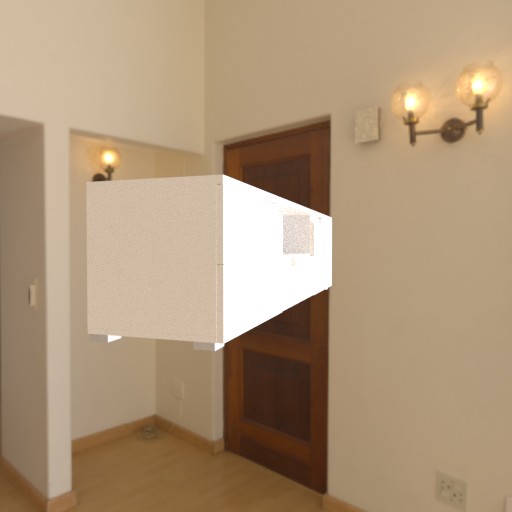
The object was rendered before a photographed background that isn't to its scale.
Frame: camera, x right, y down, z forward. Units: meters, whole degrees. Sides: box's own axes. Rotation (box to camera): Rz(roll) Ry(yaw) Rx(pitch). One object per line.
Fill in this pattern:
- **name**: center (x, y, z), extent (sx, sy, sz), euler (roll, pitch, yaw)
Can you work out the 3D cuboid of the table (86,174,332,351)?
- **table**: center (0.000, 0.000, 1.891), extent (0.390, 0.420, 1.650), euler (0, 1, 18)
